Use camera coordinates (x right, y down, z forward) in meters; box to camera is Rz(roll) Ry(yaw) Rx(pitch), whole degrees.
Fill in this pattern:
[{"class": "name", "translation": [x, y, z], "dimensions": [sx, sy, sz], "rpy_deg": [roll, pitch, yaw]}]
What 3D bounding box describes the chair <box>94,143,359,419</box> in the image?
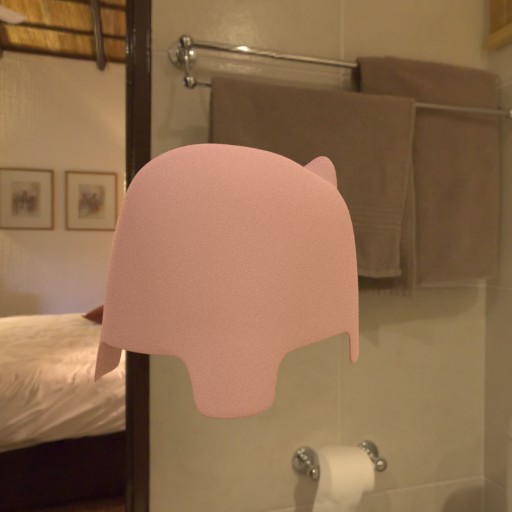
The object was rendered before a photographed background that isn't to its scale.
[{"class": "chair", "translation": [0.000, 0.000, 0.880], "dimensions": [0.364, 0.423, 0.619], "rpy_deg": [1, 1, 37]}]
